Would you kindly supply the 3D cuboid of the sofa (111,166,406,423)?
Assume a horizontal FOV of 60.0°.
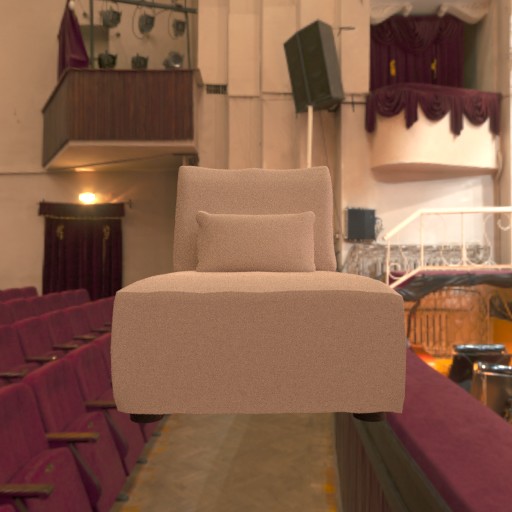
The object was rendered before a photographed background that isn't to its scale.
[{"bbox_3d":[0.000,0.000,1.549,0.700,0.820,1.000,0,-1,-1],"label":"sofa"}]
